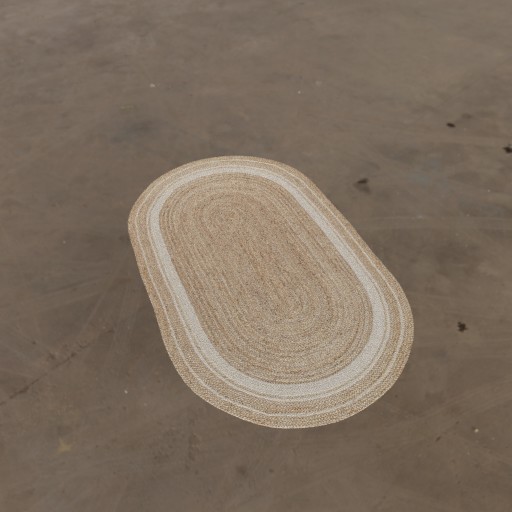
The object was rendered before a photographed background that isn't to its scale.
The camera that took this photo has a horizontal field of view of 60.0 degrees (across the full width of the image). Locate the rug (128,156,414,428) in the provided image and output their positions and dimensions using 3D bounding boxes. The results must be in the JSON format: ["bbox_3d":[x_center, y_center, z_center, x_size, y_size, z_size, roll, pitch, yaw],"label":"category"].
[{"bbox_3d":[0.000,0.000,3.022,1.520,0.006,2.432,-18,50,-16],"label":"rug"}]
